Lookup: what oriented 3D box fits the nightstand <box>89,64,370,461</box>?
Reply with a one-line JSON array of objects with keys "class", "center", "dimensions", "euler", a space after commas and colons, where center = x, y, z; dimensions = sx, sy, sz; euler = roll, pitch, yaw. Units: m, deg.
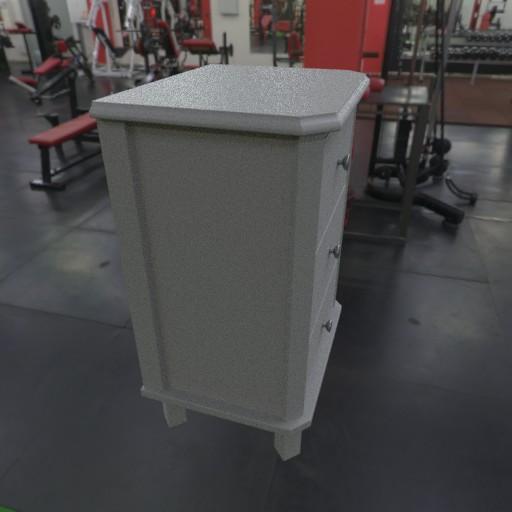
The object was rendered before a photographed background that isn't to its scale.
[{"class": "nightstand", "center": [0.000, 0.000, 0.927], "dimensions": [0.350, 0.680, 0.450], "euler": [9, 32, 16]}]
